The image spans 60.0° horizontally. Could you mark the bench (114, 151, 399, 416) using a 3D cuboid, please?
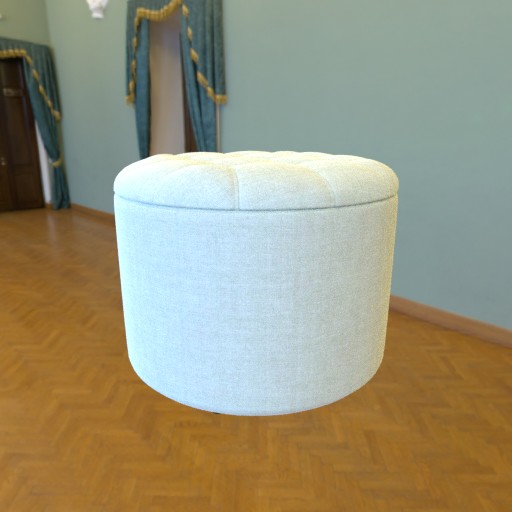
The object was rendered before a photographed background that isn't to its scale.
[{"bbox_3d":[0.000,0.000,1.017,0.600,0.453,0.600,0,16,0],"label":"bench"}]
